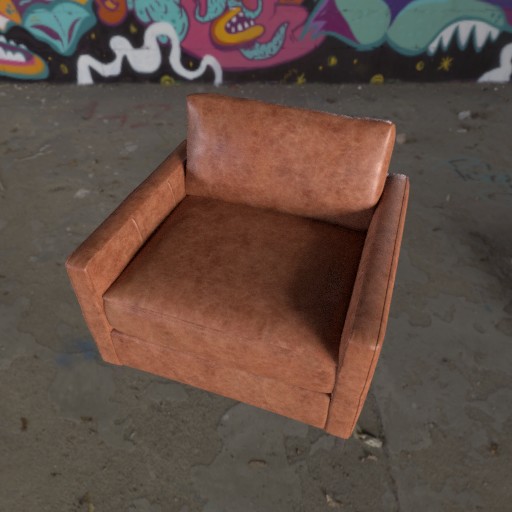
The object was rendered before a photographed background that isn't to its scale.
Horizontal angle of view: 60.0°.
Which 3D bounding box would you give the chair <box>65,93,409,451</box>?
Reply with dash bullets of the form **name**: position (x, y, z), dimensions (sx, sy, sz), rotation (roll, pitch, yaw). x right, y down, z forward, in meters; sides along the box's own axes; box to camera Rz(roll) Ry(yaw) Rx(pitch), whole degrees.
- **chair**: position (0.000, 0.000, 1.615), dimensions (0.967, 0.869, 0.862), rotation (13, 44, 14)
